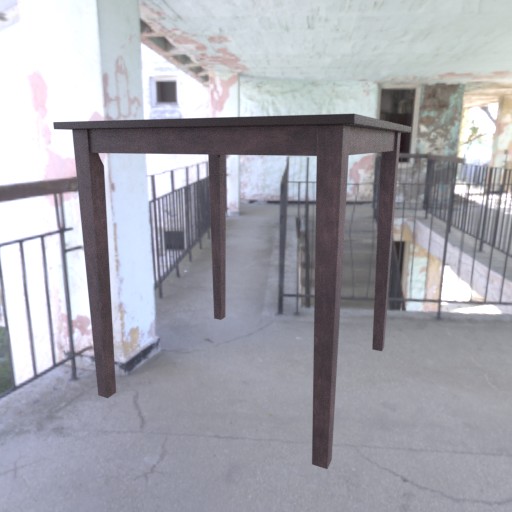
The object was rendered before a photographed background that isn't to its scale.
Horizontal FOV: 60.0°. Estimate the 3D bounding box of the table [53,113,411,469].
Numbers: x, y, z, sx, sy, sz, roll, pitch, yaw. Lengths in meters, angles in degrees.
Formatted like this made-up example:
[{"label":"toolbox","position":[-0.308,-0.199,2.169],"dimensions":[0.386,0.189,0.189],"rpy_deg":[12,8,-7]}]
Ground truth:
[{"label":"table","position":[0.000,0.000,1.355],"dimensions":[0.749,0.770,0.749],"rpy_deg":[7,16,25]}]
